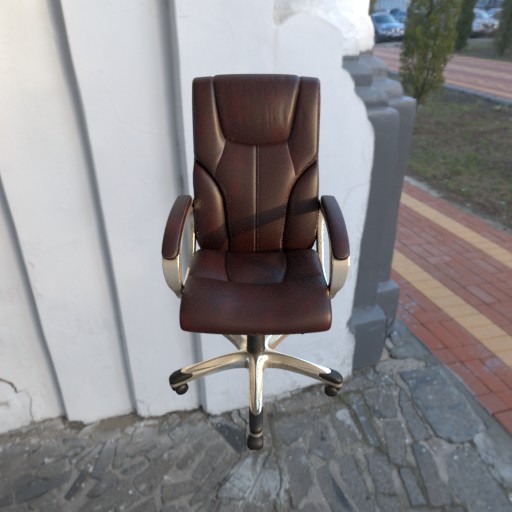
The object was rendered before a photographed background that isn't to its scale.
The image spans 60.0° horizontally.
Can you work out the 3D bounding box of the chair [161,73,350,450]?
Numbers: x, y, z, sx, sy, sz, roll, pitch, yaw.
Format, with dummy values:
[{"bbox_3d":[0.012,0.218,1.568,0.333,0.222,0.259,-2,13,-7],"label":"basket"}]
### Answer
[{"bbox_3d":[0.000,0.000,1.546,0.662,1.107,0.739,0,29,0],"label":"chair"}]
